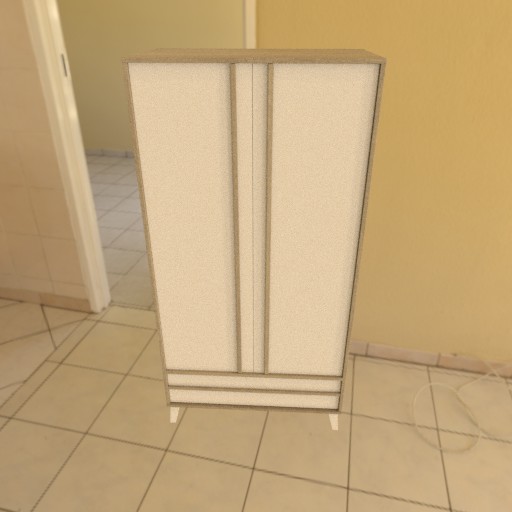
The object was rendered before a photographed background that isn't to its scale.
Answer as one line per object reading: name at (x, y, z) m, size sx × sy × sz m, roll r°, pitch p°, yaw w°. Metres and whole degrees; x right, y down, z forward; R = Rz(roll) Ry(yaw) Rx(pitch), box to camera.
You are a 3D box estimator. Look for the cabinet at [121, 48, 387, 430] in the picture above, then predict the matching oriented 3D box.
cabinet at (0.000, 0.000, 2.394) m, size 1.006 × 1.999 × 0.571 m, roll 1°, pitch 28°, yaw 3°
